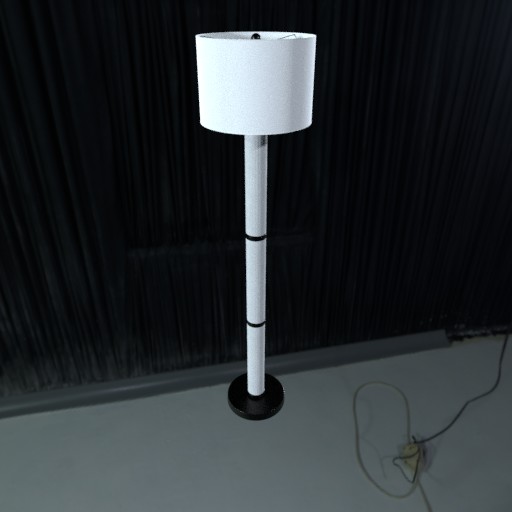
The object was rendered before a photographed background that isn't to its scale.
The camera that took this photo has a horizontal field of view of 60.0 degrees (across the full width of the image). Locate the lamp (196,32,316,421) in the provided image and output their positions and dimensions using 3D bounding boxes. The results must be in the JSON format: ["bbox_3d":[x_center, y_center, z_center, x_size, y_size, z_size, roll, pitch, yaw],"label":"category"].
[{"bbox_3d":[0.000,0.000,1.777,0.377,1.599,0.377,-8,31,-13],"label":"lamp"}]
